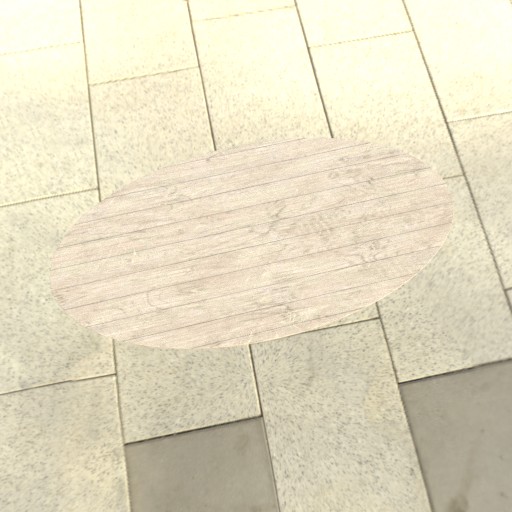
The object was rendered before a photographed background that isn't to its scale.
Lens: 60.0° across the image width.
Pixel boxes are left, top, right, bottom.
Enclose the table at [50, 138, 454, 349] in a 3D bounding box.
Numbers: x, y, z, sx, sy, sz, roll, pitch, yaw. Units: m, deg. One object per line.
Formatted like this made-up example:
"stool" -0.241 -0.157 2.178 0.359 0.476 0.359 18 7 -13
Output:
"table" 0.000 0.000 1.355 1.083 0.390 0.542 -13 75 -4
